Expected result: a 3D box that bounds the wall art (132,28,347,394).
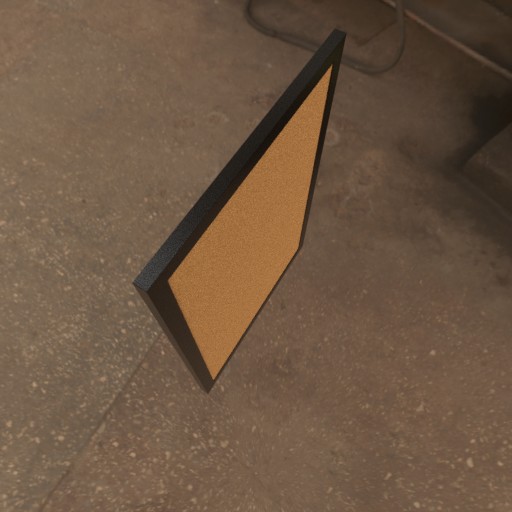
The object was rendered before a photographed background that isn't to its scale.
[{"bbox_3d":[0.000,0.000,0.839,0.019,0.656,0.462,29,67,13],"label":"wall art"}]
